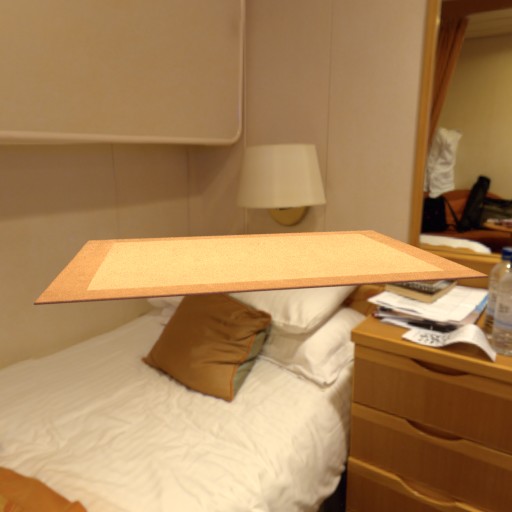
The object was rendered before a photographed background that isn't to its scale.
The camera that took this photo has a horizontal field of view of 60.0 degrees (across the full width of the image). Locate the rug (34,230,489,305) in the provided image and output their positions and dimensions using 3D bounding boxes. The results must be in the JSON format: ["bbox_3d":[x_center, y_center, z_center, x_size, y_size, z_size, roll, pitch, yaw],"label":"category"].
[{"bbox_3d":[0.000,0.000,3.047,2.438,0.014,1.524,-3,14,-11],"label":"rug"}]
